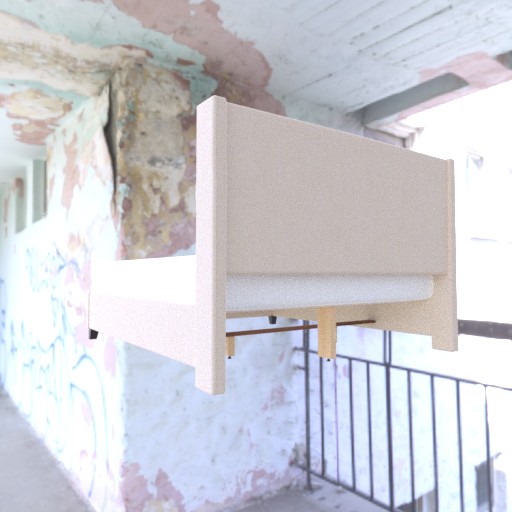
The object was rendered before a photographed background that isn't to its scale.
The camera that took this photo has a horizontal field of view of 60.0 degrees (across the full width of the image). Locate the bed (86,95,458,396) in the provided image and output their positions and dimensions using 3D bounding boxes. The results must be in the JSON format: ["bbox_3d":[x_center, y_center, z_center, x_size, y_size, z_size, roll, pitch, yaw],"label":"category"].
[{"bbox_3d":[0.000,0.000,3.695,2.145,1.471,2.293,2,-3,-35],"label":"bed"}]
